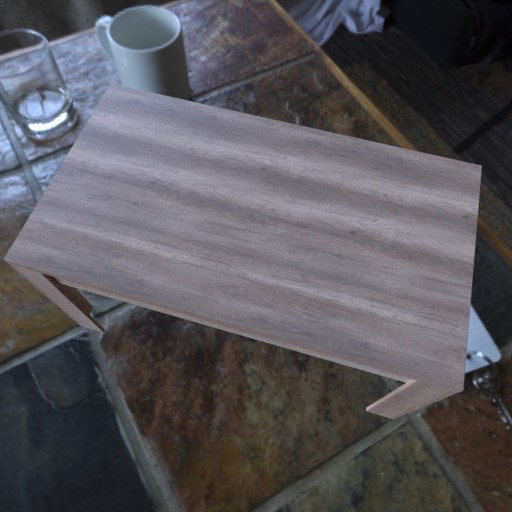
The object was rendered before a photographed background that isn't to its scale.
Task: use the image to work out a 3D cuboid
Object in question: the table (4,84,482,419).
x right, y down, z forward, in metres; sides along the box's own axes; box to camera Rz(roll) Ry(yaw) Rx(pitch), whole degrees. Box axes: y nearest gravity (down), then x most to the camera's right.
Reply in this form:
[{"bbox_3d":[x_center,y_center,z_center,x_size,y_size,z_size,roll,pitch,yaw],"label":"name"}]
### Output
[{"bbox_3d":[0.000,0.000,2.009,1.600,0.775,0.900,15,64,7],"label":"table"}]
